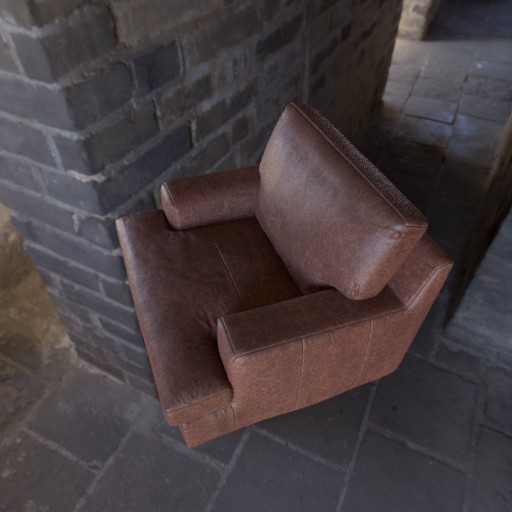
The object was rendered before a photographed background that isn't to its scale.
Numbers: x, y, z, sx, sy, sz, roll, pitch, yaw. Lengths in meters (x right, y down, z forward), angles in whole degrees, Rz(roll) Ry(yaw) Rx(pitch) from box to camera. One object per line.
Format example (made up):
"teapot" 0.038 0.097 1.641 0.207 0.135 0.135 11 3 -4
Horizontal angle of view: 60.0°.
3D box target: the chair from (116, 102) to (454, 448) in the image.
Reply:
"chair" 0.000 0.000 2.023 1.143 0.939 1.168 -16 47 -15
